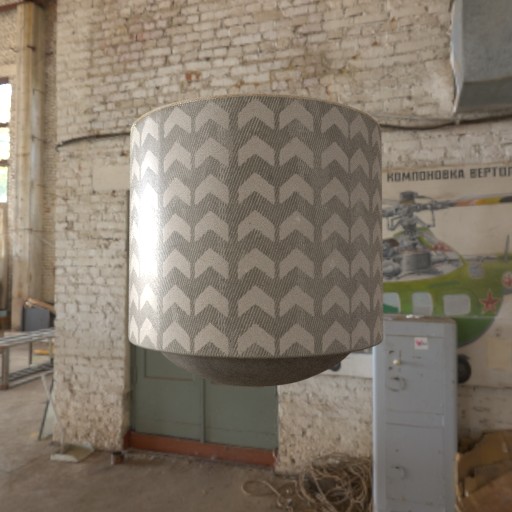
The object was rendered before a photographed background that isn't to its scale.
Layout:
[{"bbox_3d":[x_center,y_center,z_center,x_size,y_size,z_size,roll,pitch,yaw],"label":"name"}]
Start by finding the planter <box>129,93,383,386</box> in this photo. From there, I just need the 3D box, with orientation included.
[{"bbox_3d":[0.000,0.000,0.346,0.190,0.181,0.190,0,-2,0],"label":"planter"}]
